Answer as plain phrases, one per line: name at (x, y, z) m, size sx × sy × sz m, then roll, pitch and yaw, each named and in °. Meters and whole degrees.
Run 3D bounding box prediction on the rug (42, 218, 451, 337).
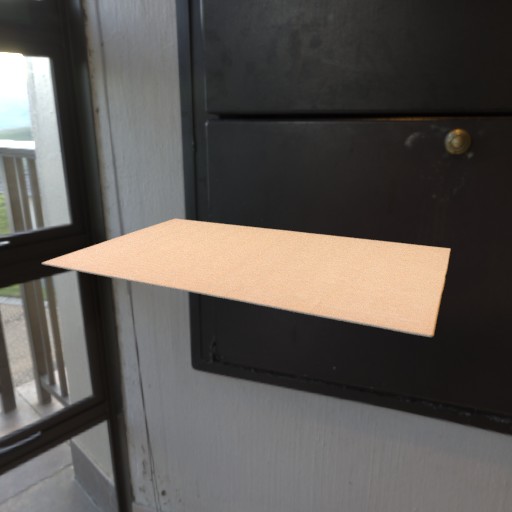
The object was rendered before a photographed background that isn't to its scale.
rug at (0.000, 0.000, 3.086) m, size 2.441 × 0.014 × 1.531 m, roll 8°, pitch 19°, yaw 24°
